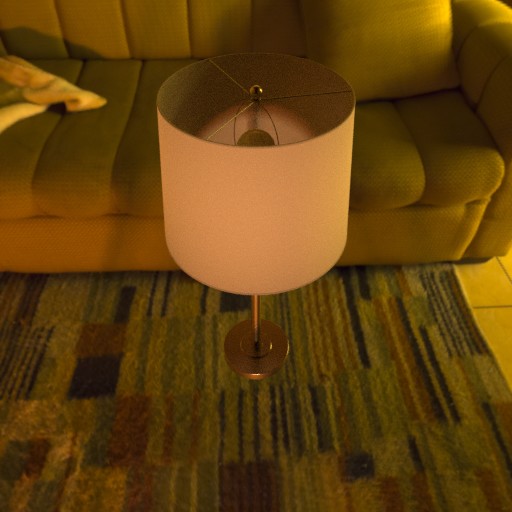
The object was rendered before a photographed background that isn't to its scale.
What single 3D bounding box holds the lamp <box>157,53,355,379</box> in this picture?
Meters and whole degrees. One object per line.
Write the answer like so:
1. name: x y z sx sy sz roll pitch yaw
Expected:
1. lamp: 0.000 0.000 0.878 0.333 0.696 0.333 0 46 0
